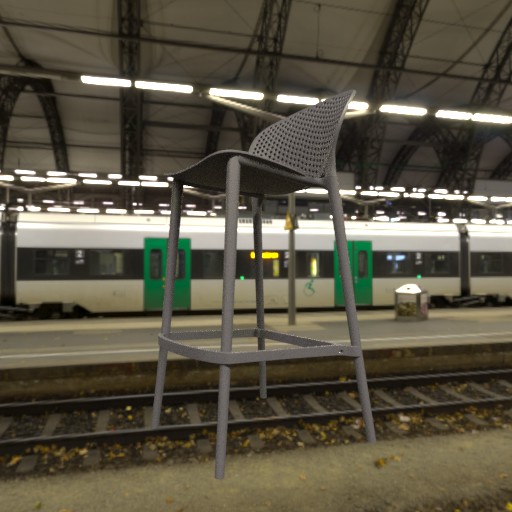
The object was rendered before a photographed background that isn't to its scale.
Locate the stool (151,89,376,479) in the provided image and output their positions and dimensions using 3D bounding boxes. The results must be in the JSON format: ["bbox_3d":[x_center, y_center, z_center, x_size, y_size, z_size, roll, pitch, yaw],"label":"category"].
[{"bbox_3d":[0.000,0.000,1.336,0.535,1.045,0.536,1,-2,-35],"label":"stool"}]
